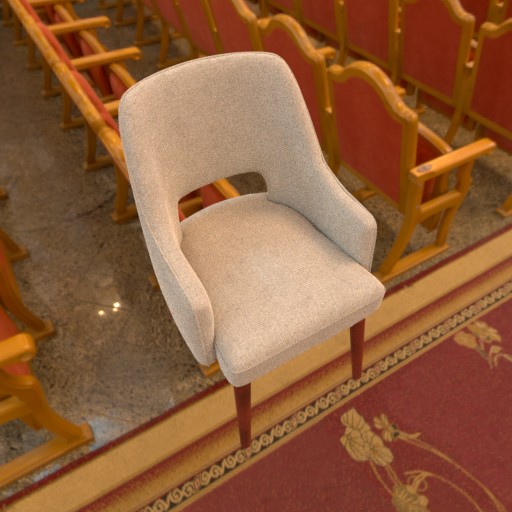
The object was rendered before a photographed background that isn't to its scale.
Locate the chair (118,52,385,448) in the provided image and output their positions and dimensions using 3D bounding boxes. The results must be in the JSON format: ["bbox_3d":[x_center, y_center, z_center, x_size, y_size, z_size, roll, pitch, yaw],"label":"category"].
[{"bbox_3d":[0.000,0.000,1.209,0.548,0.849,0.605,-24,53,-20],"label":"chair"}]
